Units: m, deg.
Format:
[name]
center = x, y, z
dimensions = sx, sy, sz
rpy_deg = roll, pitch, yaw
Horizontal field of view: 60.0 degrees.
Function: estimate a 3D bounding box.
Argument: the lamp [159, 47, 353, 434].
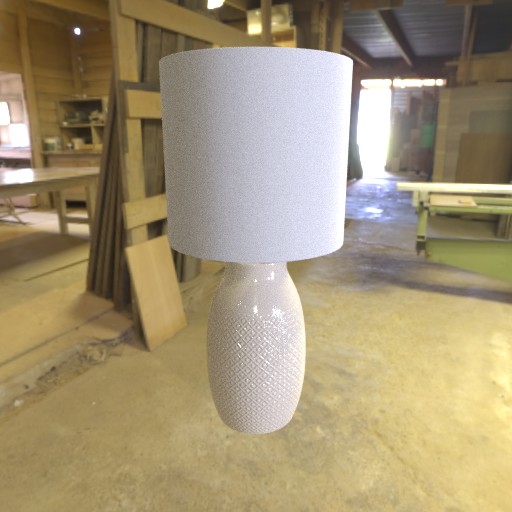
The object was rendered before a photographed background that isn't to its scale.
[lamp]
center = 0.000, 0.000, 0.566
dimensions = 0.217, 0.453, 0.217
rpy_deg = 7, 17, 25
